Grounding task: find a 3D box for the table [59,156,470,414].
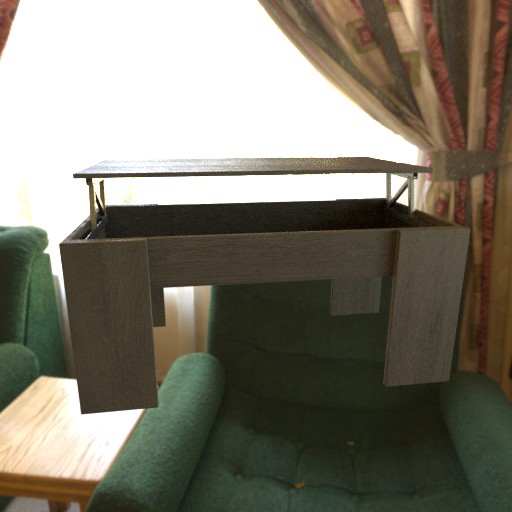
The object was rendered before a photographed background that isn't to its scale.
[{"bbox_3d":[0.000,0.000,1.429,1.000,0.570,0.711,-3,17,-8],"label":"table"}]
